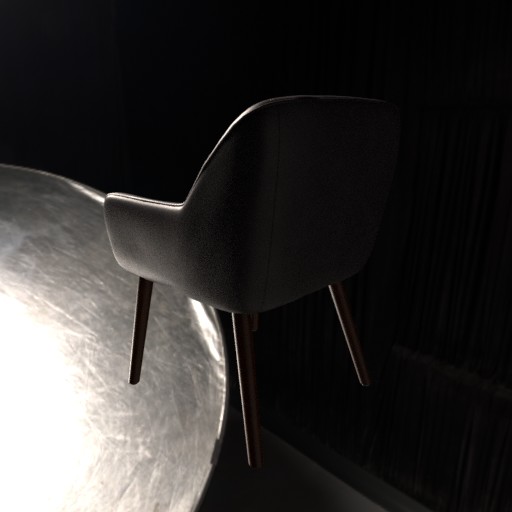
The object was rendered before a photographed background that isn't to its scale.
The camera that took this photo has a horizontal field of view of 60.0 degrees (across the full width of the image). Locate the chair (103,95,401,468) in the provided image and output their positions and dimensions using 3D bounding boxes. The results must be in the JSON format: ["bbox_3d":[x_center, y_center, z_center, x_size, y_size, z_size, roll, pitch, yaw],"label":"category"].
[{"bbox_3d":[0.000,0.000,1.253,0.610,0.828,0.610,16,23,43],"label":"chair"}]
